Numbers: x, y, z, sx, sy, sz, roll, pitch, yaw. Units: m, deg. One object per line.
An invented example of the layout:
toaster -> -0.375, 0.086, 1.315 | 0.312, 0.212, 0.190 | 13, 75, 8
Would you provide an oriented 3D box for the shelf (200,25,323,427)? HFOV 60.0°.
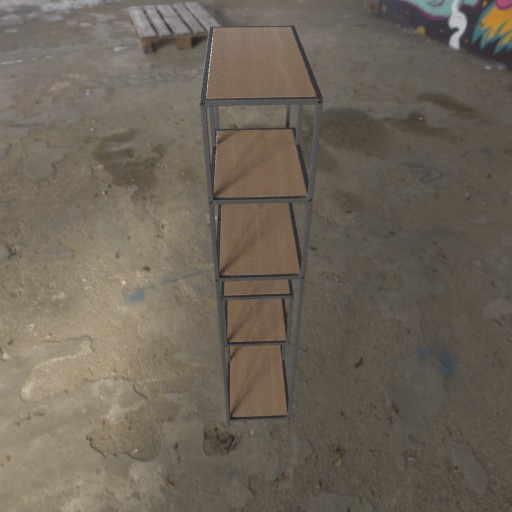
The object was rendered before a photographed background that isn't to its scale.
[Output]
shelf -> 0.000, 0.000, 2.150 | 0.350, 1.850, 0.770 | -2, 41, -2
